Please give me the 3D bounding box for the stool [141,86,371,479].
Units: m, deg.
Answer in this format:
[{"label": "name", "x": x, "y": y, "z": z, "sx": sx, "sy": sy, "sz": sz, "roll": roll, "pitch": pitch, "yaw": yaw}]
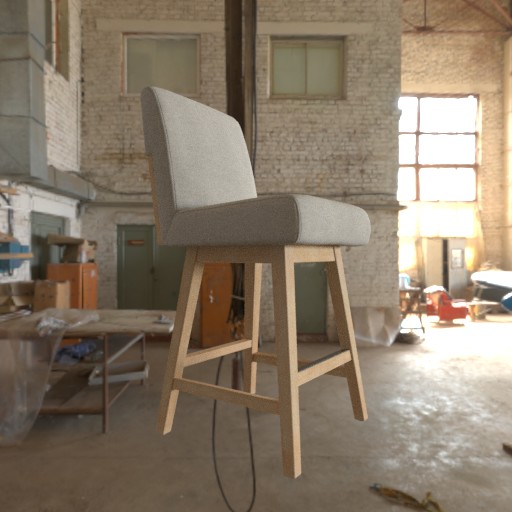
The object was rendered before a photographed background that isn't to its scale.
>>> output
[{"label": "stool", "x": 0.000, "y": 0.000, "z": 1.427, "sx": 0.606, "sy": 1.085, "sz": 0.507, "roll": 0, "pitch": 0, "yaw": 35}]
